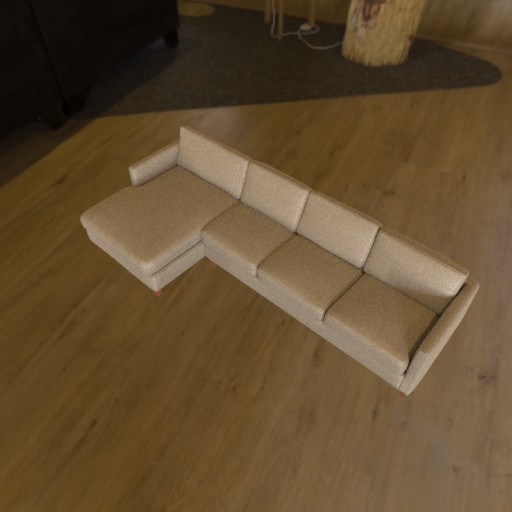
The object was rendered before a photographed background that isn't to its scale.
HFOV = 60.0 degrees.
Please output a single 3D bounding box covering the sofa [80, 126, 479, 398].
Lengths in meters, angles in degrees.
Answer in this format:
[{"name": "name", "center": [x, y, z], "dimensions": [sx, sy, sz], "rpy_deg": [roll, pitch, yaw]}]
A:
[{"name": "sofa", "center": [0.000, 0.000, 3.815], "dimensions": [3.201, 0.876, 1.502], "rpy_deg": [33, 54, 27]}]
